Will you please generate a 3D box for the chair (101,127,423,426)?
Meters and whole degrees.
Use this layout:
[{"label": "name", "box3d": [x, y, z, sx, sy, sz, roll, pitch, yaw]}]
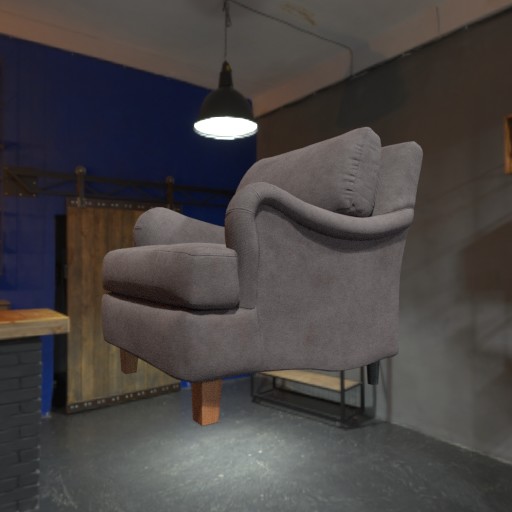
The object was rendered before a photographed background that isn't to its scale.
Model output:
[{"label": "chair", "box3d": [0.000, 0.000, 1.857, 1.070, 0.997, 0.955, 0, 0, -34]}]
